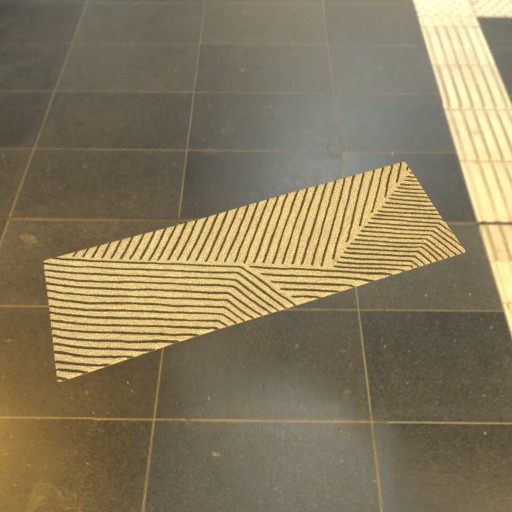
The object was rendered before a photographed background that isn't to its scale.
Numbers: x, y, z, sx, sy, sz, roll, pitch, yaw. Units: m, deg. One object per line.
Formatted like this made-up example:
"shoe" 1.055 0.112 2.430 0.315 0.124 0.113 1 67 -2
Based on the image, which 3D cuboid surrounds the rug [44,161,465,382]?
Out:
"rug" 0.000 0.000 2.680 2.439 0.020 0.773 -16 61 -9
